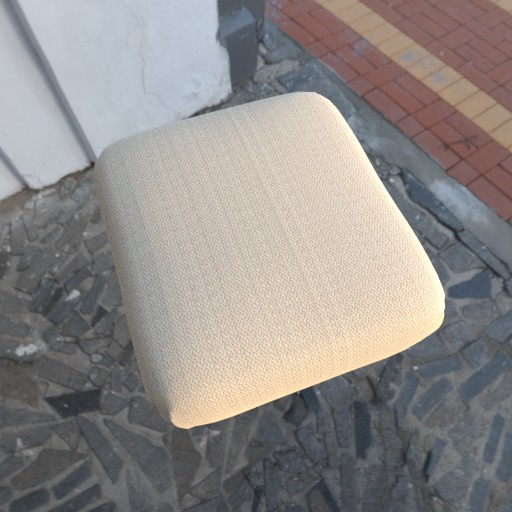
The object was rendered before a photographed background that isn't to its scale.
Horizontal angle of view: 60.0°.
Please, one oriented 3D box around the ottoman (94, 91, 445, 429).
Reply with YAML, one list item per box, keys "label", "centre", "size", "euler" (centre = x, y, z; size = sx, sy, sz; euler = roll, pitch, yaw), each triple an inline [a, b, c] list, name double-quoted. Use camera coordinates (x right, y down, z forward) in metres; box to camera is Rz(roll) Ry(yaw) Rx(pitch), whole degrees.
- label: "ottoman"
  centre: [0.000, 0.000, 1.089]
  size: [0.622, 0.447, 0.684]
  euler: [-18, 65, -9]
